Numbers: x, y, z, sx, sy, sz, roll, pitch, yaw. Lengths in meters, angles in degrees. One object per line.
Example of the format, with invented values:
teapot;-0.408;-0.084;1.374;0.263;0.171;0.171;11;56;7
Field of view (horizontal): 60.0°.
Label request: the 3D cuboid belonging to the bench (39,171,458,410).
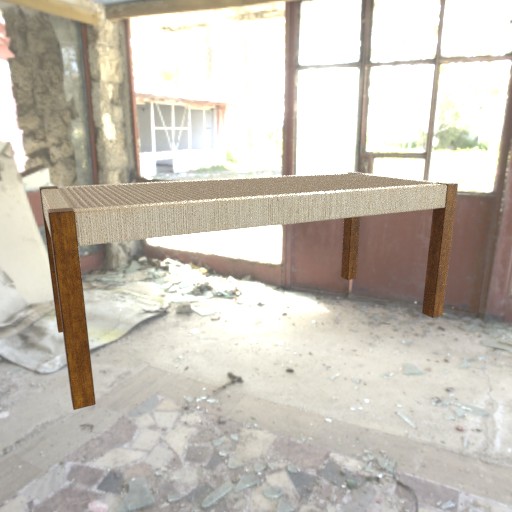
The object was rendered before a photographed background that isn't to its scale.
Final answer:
bench;0.000;0.000;1.434;1.198;0.457;0.507;-8;17;-26
